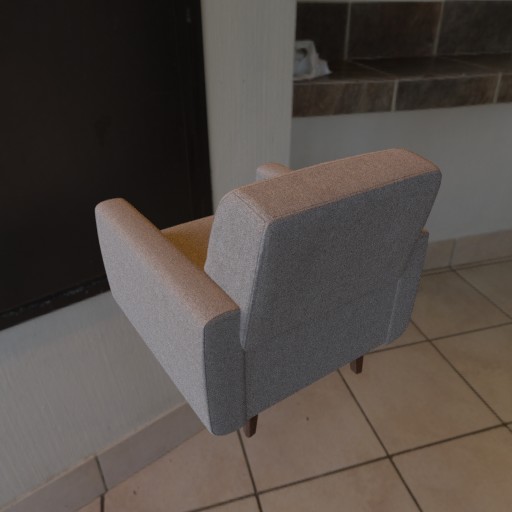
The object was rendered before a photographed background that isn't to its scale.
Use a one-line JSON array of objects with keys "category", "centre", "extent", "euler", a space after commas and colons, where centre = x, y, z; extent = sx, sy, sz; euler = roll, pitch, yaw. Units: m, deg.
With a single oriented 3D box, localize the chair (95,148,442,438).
[{"category": "chair", "centre": [0.000, 0.000, 1.533], "extent": [0.831, 0.839, 0.907], "euler": [-19, 36, -29]}]
